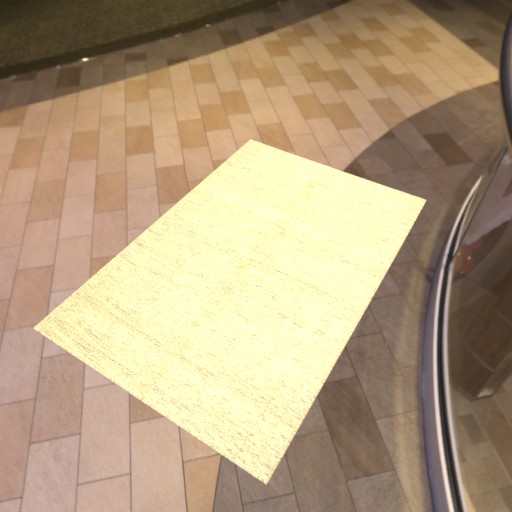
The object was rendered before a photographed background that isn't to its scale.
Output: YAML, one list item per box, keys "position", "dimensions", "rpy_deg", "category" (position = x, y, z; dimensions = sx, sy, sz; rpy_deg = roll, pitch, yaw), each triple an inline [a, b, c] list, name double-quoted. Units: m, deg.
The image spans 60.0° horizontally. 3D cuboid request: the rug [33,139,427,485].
- position: [0.000, 0.000, 2.336]
  dimensions: [1.250, 0.015, 1.850]
  rpy_deg: [24, 51, 21]
  category: "rug"
